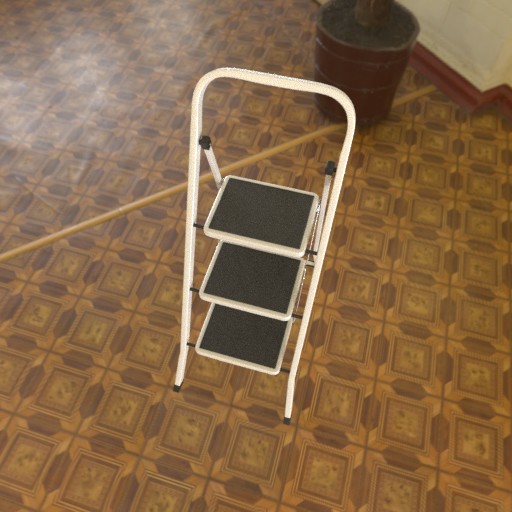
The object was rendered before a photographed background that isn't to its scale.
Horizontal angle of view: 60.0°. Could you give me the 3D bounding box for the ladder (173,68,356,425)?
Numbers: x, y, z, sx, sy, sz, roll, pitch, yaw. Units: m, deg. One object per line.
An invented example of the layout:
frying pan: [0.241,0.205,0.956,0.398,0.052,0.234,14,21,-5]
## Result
ladder: [0.000,0.000,1.404,0.460,1.050,0.711,13,58,8]
